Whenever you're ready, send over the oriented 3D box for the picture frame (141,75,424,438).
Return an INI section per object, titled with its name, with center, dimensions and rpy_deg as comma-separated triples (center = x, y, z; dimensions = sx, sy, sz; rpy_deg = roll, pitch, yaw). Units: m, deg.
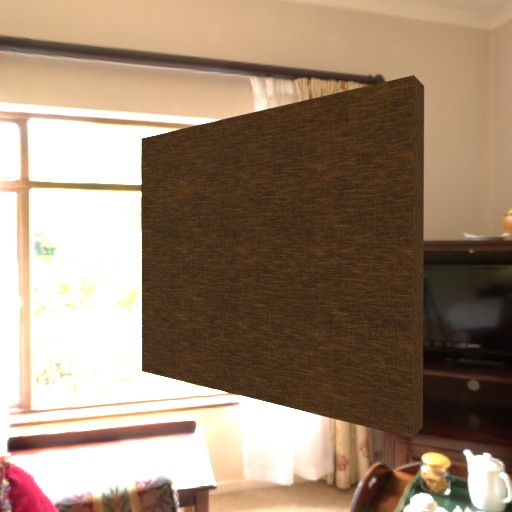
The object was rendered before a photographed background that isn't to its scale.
[picture frame]
center = 0.000, 0.000, 0.528
dimensions = 0.378, 0.330, 0.033
rpy_deg = 0, 1, 36
